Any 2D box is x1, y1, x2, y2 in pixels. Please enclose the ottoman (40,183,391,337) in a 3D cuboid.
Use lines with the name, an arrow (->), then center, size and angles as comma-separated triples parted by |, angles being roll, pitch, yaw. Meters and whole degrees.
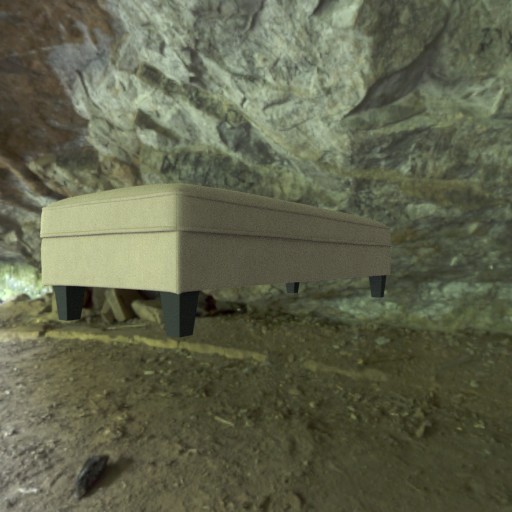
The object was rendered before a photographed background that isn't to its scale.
ottoman -> 0.000, 0.000, 2.053 | 0.735, 0.460, 1.726 | 0, -1, 35
